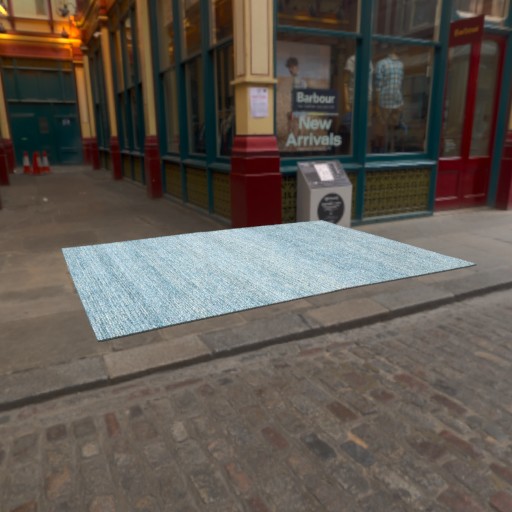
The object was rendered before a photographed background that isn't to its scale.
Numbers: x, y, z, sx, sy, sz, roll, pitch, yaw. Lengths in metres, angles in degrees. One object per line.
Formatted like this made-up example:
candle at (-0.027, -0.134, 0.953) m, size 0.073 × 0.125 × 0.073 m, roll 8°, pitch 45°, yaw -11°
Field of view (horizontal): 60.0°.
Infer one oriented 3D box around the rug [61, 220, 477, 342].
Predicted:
rug at (0.000, 0.000, 2.932) m, size 2.260 × 0.026 × 1.611 m, roll -8°, pitch 18°, yaw -26°
